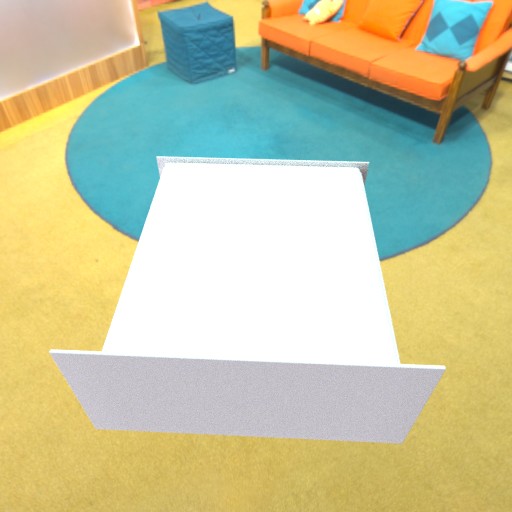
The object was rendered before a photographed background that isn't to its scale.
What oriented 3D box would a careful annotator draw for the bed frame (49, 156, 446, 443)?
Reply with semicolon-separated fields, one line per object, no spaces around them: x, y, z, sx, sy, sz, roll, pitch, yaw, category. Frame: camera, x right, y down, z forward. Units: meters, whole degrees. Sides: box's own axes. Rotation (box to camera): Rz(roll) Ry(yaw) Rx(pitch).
0.000;0.000;2.924;1.720;0.800;2.060;2;46;2;bed frame
